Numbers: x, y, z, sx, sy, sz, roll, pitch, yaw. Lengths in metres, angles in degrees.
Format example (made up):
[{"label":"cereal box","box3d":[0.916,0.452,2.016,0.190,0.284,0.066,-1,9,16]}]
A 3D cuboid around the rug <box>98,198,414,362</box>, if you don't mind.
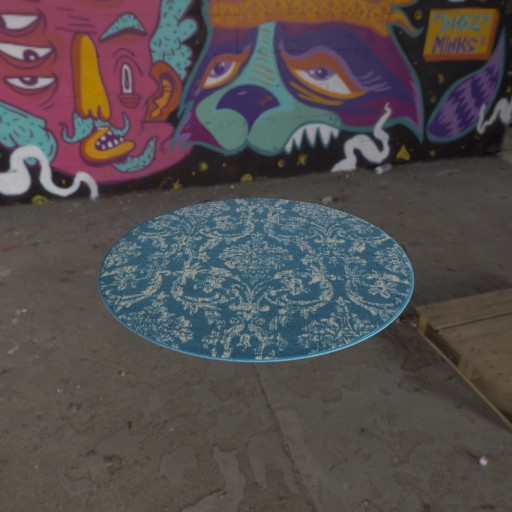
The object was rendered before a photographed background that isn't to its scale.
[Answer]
[{"label":"rug","box3d":[0.000,0.000,2.339,1.593,0.012,1.593,0,29,0]}]
